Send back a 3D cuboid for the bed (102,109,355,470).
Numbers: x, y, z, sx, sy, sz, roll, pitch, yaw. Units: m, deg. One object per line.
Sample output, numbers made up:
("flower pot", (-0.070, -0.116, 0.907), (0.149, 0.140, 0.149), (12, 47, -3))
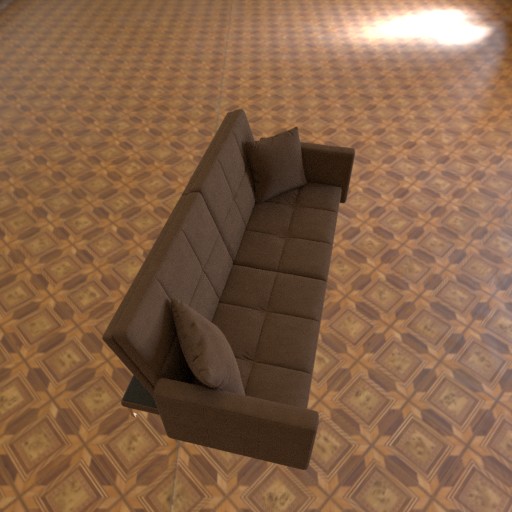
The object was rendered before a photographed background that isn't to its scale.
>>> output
("bed", (0.000, 0.000, 2.400), (0.889, 0.787, 1.905), (9, 47, 9))
